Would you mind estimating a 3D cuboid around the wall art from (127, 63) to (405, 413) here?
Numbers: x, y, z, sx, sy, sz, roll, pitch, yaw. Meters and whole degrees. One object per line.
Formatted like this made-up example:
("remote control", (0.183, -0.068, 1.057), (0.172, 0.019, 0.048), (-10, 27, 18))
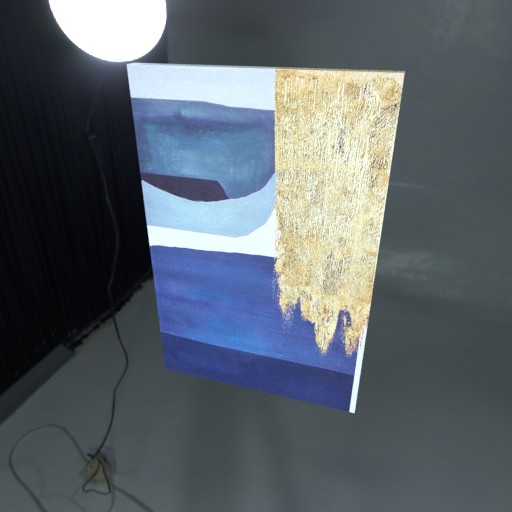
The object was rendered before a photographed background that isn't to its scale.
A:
("wall art", (0.000, 0.000, 1.159), (0.607, 0.911, 0.039), (8, 29, 15))
